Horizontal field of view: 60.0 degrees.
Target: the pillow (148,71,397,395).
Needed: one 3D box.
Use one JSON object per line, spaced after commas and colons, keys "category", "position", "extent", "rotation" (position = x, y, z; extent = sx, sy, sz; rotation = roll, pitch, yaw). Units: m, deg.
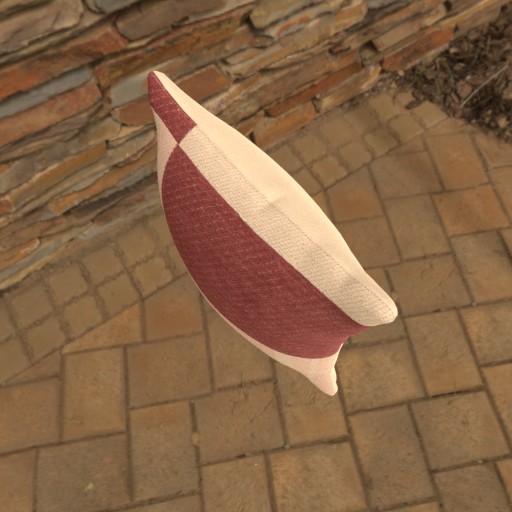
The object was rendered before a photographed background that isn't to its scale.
{"category": "pillow", "position": [0.000, 0.000, 0.809], "extent": [0.229, 0.506, 0.536], "rotation": [-36, 70, -16]}
